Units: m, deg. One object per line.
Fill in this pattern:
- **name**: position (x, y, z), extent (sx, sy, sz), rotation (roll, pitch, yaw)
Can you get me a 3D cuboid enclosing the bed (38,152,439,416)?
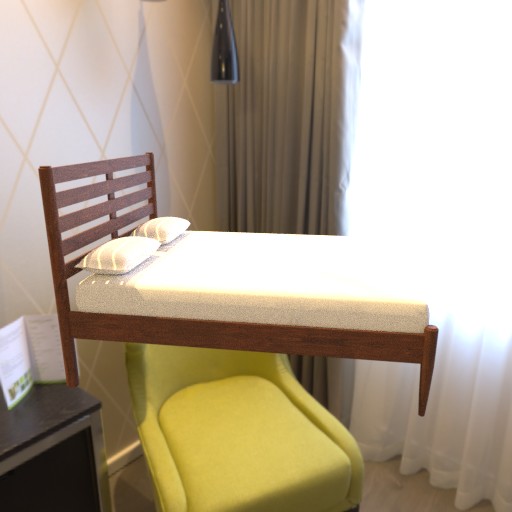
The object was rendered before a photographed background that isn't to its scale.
- **bed**: position (0.000, 0.000, 3.047), extent (2.093, 1.304, 1.509), rotation (2, 16, 8)
